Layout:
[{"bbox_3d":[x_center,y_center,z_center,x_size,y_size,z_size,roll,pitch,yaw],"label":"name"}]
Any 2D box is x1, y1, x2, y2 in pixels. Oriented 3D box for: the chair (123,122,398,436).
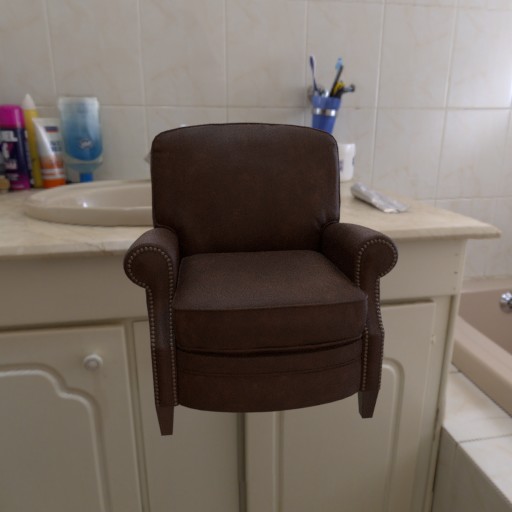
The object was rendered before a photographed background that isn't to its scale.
[{"bbox_3d":[0.000,0.000,1.756,0.936,1.018,0.986,-2,16,-7],"label":"chair"}]
